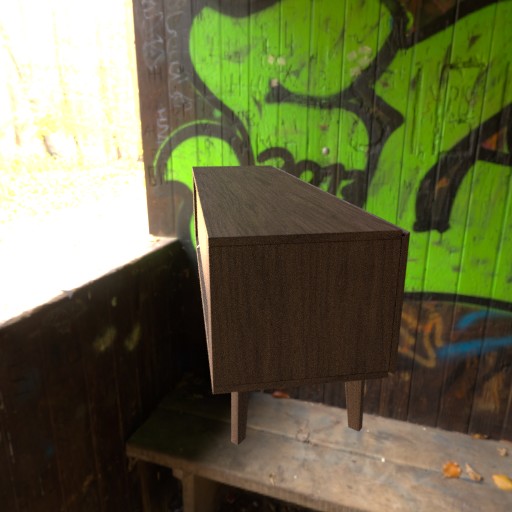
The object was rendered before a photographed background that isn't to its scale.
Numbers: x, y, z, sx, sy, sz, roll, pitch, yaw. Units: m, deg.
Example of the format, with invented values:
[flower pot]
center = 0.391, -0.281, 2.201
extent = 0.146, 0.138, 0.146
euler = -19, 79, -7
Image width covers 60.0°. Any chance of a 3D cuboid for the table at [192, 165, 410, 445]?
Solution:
[table]
center = 0.000, 0.000, 1.591
extent = 0.405, 0.508, 1.397
euler = -3, 17, -9
